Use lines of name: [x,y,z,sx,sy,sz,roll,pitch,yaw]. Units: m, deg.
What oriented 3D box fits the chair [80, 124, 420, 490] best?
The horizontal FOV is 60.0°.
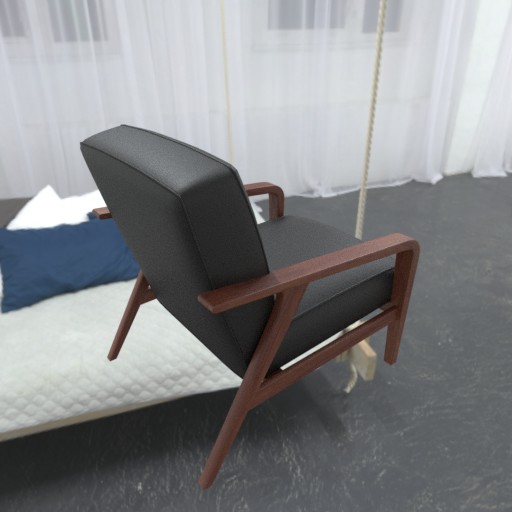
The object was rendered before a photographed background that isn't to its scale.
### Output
chair: [0.000,0.000,1.473,0.889,0.861,0.719,-20,33,-33]
